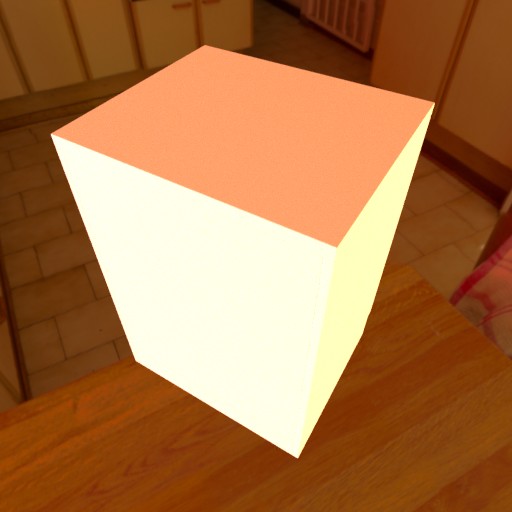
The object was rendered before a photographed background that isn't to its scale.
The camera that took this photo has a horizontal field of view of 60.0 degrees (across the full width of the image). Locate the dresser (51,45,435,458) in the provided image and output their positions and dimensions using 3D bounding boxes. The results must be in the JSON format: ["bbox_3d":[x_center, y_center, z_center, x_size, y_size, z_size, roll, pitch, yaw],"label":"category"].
[{"bbox_3d":[0.000,0.000,0.807,0.400,0.560,0.360,24,51,21],"label":"dresser"}]
